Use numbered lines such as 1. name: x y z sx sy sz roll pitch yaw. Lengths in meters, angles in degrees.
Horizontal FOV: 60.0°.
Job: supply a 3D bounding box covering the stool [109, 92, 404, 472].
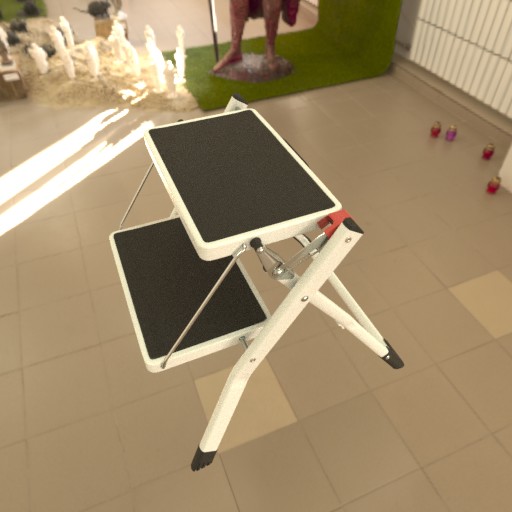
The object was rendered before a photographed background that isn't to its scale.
1. stool: 0.000 0.000 0.831 0.490 0.445 0.485 -17 47 -16
